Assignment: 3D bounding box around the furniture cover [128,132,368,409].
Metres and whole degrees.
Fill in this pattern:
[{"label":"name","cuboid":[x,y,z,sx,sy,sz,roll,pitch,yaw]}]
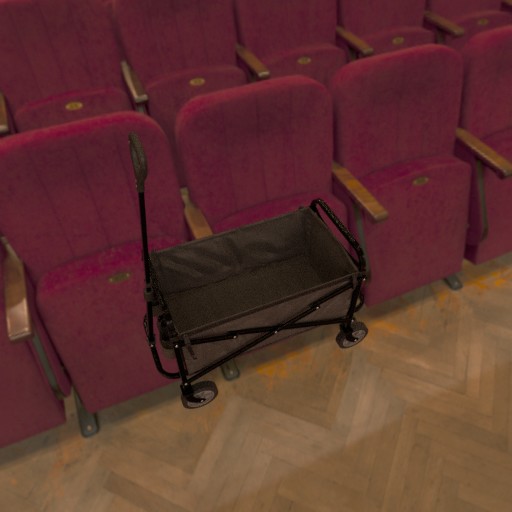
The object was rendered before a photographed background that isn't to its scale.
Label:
[{"label":"furniture cover","cuboid":[0.000,0.000,1.839,1.038,1.295,0.532,-17,50,-15]}]
